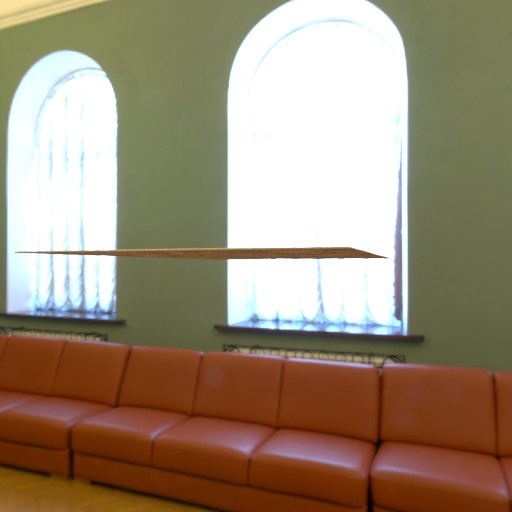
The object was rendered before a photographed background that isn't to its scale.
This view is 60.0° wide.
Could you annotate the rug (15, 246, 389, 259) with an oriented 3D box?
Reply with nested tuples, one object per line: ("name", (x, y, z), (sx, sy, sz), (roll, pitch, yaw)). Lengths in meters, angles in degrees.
("rug", (0.000, 0.000, 2.816), (1.522, 0.008, 2.284), (0, -1, 20))
